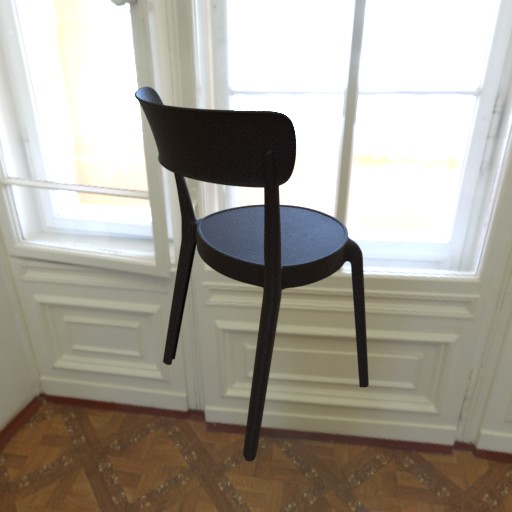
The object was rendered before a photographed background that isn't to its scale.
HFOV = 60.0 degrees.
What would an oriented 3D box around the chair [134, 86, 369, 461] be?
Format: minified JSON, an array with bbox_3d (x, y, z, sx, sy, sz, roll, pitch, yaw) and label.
[{"bbox_3d":[0.000,0.000,1.128,0.491,0.790,0.506,-18,32,-32],"label":"chair"}]
